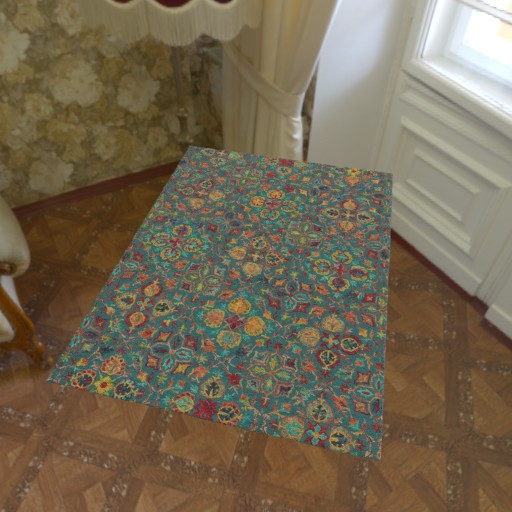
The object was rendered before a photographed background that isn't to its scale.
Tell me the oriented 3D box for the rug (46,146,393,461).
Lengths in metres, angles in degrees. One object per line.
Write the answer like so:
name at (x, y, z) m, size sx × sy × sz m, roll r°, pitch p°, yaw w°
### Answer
rug at (0.000, 0.000, 4.147) m, size 2.434 × 0.025 × 3.204 m, roll 10°, pitch 48°, yaw 9°
